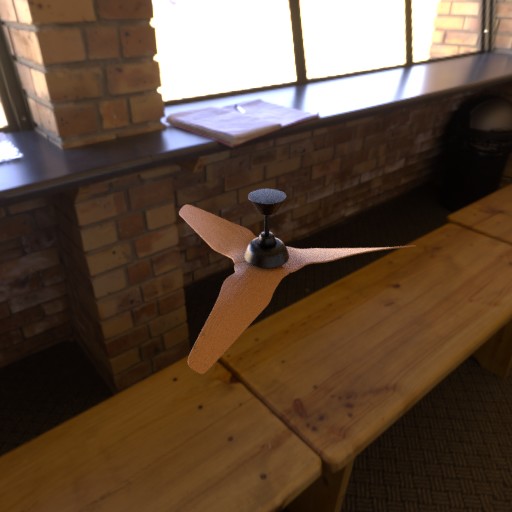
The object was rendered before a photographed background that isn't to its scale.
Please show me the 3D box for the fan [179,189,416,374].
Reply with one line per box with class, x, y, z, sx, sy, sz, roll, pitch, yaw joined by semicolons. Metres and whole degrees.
fan;0.000;0.000;1.648;1.142;0.355;1.010;10;32;16
